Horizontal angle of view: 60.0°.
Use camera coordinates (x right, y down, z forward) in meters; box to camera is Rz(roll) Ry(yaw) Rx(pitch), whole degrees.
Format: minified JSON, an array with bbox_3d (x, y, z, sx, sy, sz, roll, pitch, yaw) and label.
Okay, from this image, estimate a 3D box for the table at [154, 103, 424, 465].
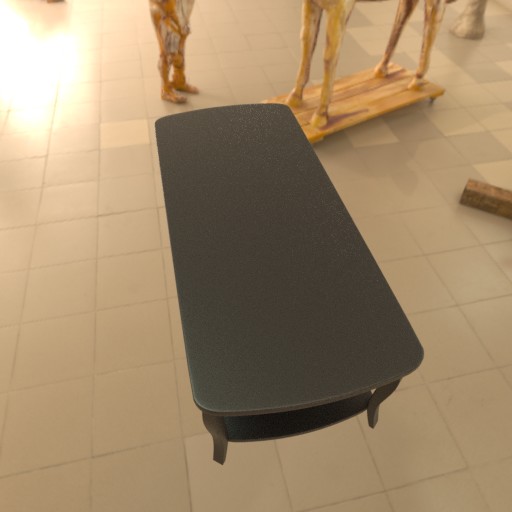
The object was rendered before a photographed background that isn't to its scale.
[{"bbox_3d":[0.000,0.000,1.597,0.571,0.457,1.333,-10,48,-9],"label":"table"}]
